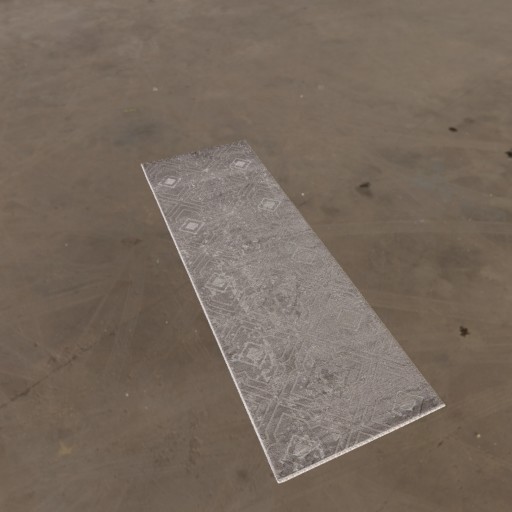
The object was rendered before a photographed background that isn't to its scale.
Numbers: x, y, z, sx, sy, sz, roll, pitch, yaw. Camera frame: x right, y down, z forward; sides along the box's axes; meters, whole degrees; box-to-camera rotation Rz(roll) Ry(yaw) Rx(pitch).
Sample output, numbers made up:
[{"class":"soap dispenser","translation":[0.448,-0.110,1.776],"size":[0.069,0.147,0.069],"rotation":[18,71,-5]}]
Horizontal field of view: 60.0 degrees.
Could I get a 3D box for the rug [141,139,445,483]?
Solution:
[{"class":"rug","translation":[0.000,0.000,2.633],"size":[0.832,0.035,2.381],"rotation":[-17,49,-16]}]
